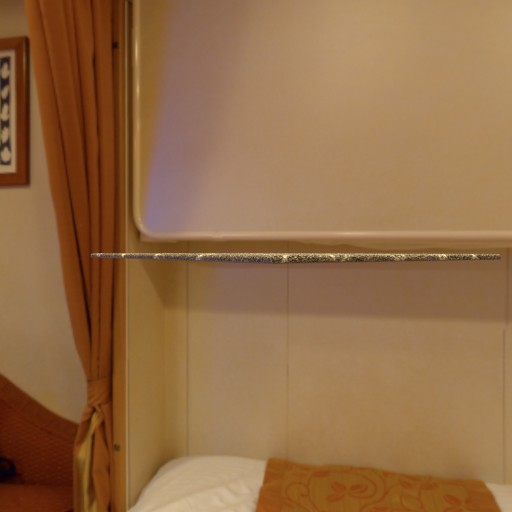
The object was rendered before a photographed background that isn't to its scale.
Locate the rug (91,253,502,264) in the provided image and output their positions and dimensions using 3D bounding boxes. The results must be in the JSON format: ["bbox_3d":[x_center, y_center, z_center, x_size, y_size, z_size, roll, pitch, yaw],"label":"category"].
[{"bbox_3d":[0.000,0.000,2.935,1.524,0.030,2.438,0,1,-34],"label":"rug"}]
